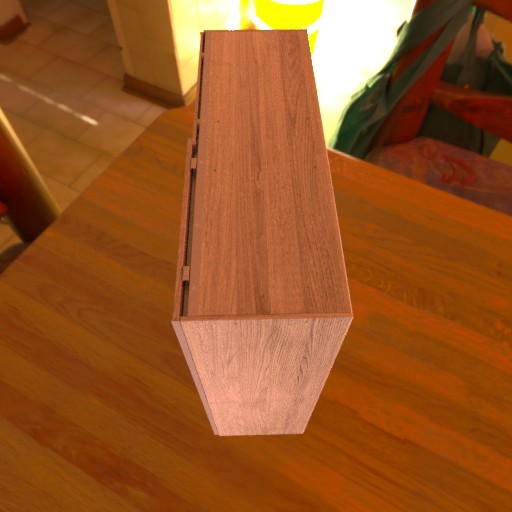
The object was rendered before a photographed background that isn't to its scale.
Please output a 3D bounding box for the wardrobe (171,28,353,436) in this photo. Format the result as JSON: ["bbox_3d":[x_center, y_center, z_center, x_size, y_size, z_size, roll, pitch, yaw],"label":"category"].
[{"bbox_3d":[0.000,0.000,2.829,0.629,1.960,1.780,-1,57,-1],"label":"wardrobe"}]
